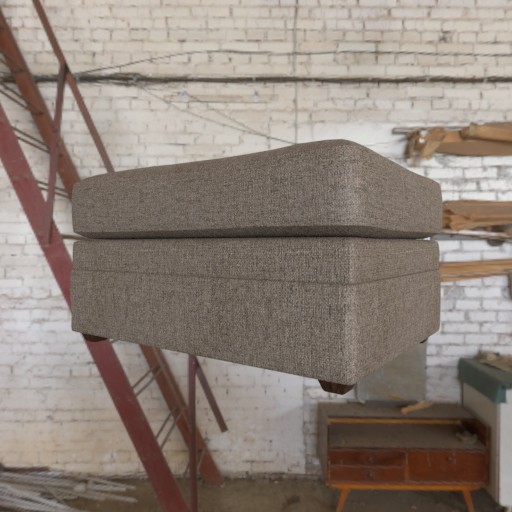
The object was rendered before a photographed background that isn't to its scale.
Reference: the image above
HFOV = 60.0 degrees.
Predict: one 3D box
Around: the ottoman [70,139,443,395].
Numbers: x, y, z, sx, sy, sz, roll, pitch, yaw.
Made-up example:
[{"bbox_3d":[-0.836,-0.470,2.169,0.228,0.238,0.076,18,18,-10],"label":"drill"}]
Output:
[{"bbox_3d":[0.000,0.000,1.238,0.885,0.478,0.637,1,2,36],"label":"ottoman"}]
